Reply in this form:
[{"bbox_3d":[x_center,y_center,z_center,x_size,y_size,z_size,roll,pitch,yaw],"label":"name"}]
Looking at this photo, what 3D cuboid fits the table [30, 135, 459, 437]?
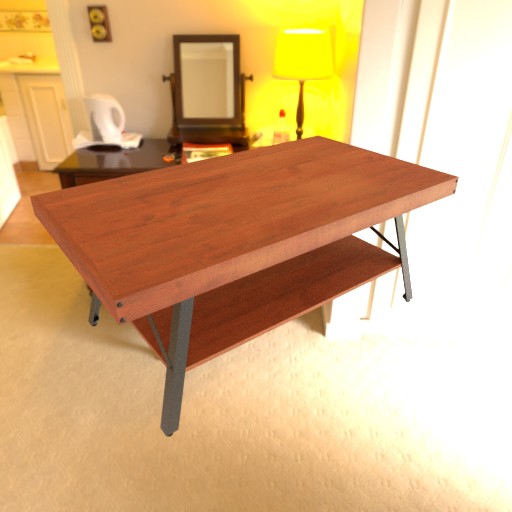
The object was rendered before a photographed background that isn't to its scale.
[{"bbox_3d":[0.000,0.000,1.372,1.067,0.457,0.610,-20,35,-31],"label":"table"}]
